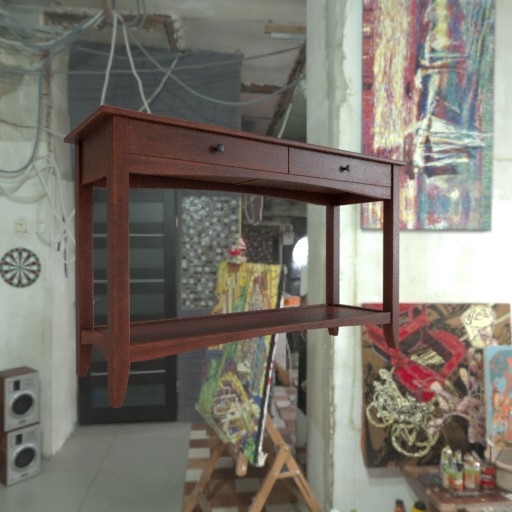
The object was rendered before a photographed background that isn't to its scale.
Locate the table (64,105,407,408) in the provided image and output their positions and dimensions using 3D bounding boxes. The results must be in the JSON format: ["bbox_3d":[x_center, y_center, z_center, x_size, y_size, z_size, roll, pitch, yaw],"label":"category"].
[{"bbox_3d":[0.000,0.000,1.566,1.188,0.739,0.392,-1,1,-36],"label":"table"}]
